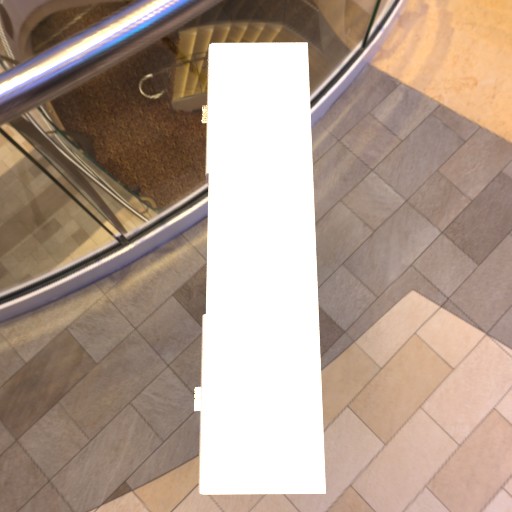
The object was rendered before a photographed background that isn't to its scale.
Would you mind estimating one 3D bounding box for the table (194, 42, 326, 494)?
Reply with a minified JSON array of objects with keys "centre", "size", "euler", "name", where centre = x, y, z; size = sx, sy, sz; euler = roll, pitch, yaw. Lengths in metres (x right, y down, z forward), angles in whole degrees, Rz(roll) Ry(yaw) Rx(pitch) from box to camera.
[{"centre":[0.000,0.000,1.702],"size":[0.400,0.440,1.550],"euler":[0,76,0],"name":"table"}]
